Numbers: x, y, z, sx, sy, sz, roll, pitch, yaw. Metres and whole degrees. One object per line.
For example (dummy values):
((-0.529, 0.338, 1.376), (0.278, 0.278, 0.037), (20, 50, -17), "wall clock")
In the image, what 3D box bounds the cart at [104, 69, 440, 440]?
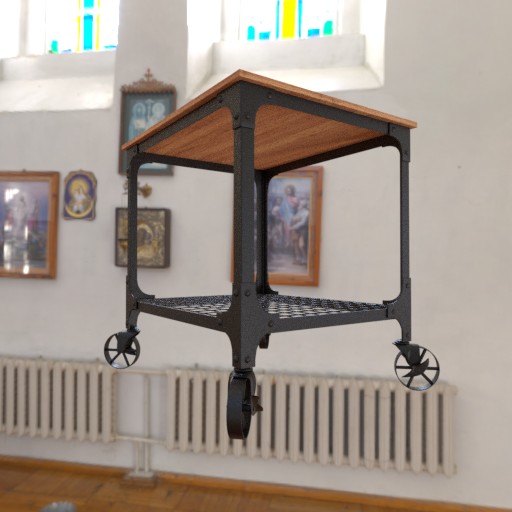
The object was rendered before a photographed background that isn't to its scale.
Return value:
((0.000, 0.000, 1.102), (0.558, 0.603, 0.666), (1, -1, -35), "cart")
